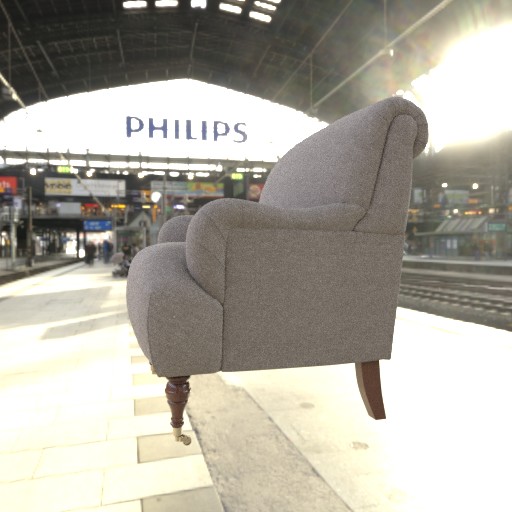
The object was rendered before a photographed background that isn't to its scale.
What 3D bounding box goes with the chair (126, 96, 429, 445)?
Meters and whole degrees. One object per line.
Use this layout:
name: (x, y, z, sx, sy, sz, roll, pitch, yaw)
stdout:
chair: (0.000, 0.000, 1.498, 0.843, 0.942, 0.766, 0, 1, -19)
